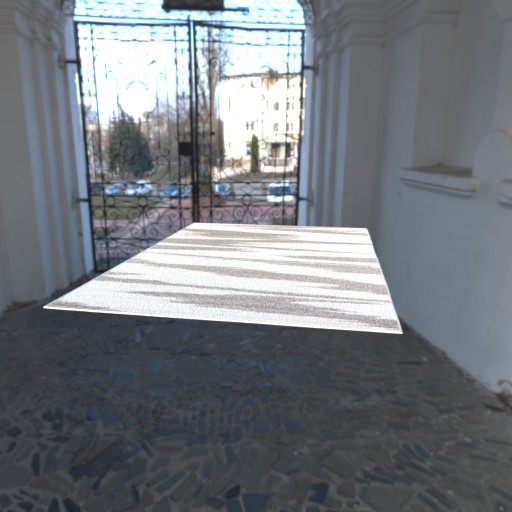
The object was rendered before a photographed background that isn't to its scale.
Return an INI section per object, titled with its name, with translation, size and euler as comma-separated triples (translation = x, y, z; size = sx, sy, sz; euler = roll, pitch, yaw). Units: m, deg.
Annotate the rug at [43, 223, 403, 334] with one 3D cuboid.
[rug]
translation = 0.000, 0.000, 2.846
size = 1.533, 0.010, 2.142
euler = 3, 15, 10
